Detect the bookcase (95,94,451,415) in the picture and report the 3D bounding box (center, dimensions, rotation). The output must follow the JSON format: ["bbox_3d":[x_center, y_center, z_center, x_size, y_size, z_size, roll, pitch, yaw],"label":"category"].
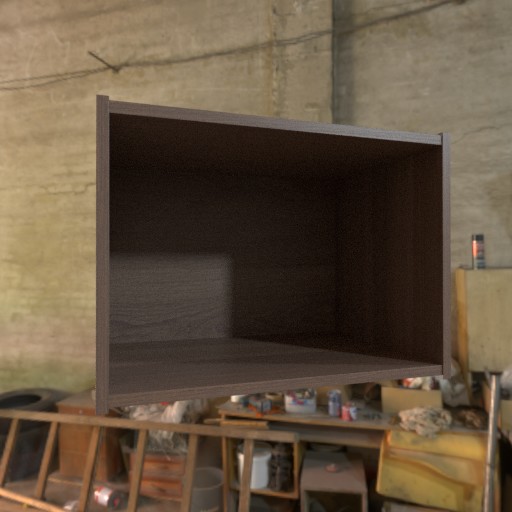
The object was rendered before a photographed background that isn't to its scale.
[{"bbox_3d":[0.000,0.000,0.623,0.415,0.305,0.290,0,0,-18],"label":"bookcase"}]
